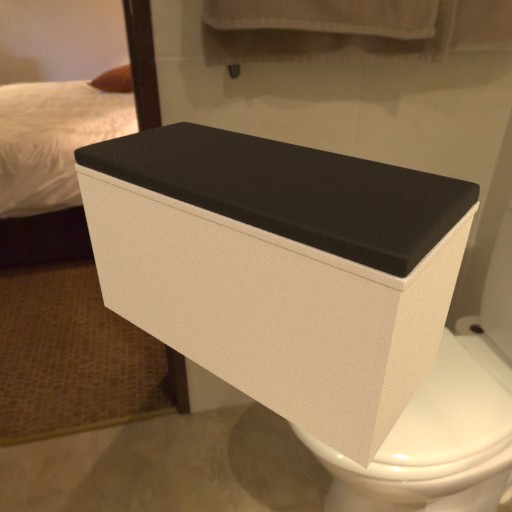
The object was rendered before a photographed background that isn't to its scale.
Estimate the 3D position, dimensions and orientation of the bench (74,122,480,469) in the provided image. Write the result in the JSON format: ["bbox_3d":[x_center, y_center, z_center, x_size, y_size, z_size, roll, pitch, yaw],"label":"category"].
[{"bbox_3d":[0.000,0.000,1.150,0.899,0.500,0.401,22,36,33],"label":"bench"}]
